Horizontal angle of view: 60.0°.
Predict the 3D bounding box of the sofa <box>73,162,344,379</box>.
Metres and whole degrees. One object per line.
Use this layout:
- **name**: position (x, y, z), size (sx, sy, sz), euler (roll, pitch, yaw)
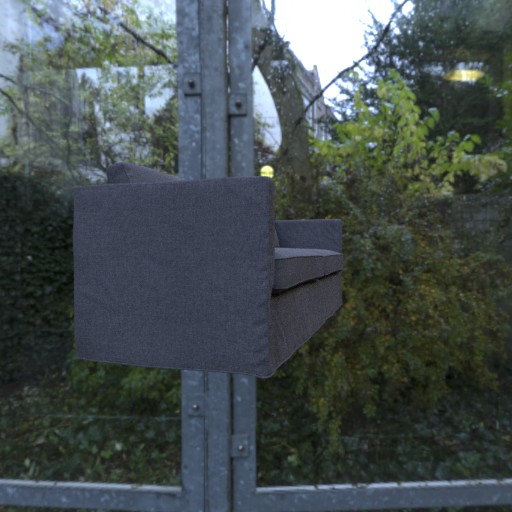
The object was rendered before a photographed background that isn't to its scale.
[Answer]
- **sofa**: position (0.000, 0.000, 3.305), size (1.036, 0.998, 2.779), euler (0, 1, 17)
